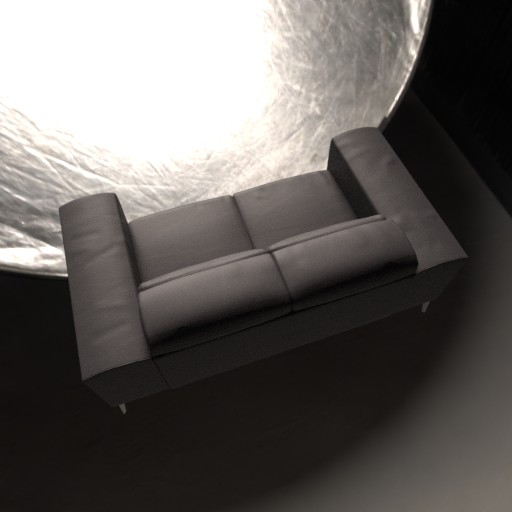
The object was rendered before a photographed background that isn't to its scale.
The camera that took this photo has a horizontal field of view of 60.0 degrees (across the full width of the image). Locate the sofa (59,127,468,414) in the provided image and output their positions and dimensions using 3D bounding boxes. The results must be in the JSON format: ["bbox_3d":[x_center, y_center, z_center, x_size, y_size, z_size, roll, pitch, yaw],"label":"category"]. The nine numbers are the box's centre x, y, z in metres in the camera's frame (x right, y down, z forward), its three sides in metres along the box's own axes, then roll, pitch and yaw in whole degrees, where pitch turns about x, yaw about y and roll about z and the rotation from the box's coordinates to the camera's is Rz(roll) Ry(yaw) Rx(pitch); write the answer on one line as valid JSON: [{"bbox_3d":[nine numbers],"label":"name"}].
[{"bbox_3d":[0.000,0.000,2.444,1.895,0.779,1.003,-16,59,-10],"label":"sofa"}]
